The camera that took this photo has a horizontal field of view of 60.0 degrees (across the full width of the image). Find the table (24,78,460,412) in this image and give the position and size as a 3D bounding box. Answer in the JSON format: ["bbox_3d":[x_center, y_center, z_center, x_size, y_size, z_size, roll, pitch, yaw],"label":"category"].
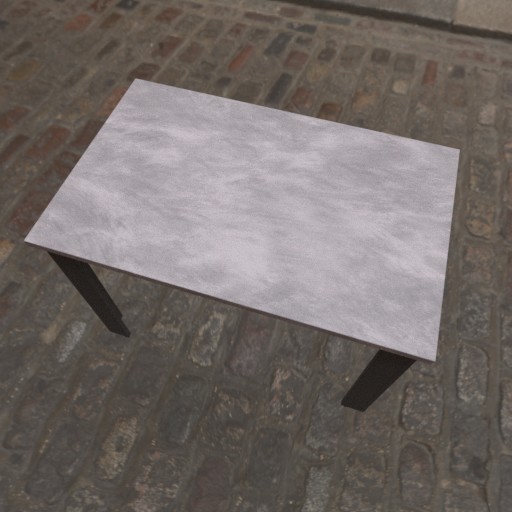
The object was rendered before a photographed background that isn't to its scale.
[{"bbox_3d":[0.000,0.000,1.601,1.100,0.734,0.700,15,61,9],"label":"table"}]
